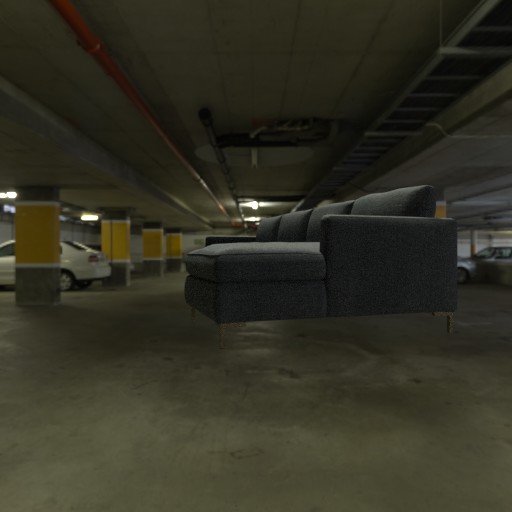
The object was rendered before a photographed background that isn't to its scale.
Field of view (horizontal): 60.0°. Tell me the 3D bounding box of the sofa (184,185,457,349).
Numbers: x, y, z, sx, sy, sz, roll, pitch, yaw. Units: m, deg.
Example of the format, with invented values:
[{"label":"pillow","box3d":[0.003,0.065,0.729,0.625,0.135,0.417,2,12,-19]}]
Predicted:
[{"label":"sofa","box3d":[0.000,0.000,3.523,1.350,0.810,2.932,0,0,-18]}]
